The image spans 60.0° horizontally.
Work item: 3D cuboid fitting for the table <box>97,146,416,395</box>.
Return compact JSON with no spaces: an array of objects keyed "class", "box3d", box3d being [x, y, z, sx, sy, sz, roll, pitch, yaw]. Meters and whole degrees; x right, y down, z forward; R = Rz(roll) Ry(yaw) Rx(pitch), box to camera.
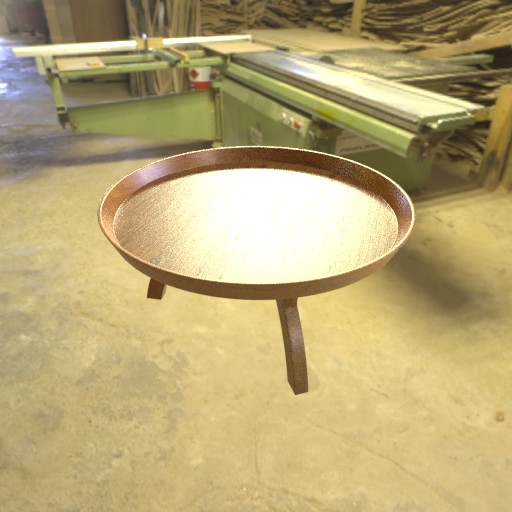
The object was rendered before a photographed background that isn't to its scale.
[{"class":"table","box3d":[0.000,0.000,1.570,1.016,0.470,1.016,0,32,0]}]
